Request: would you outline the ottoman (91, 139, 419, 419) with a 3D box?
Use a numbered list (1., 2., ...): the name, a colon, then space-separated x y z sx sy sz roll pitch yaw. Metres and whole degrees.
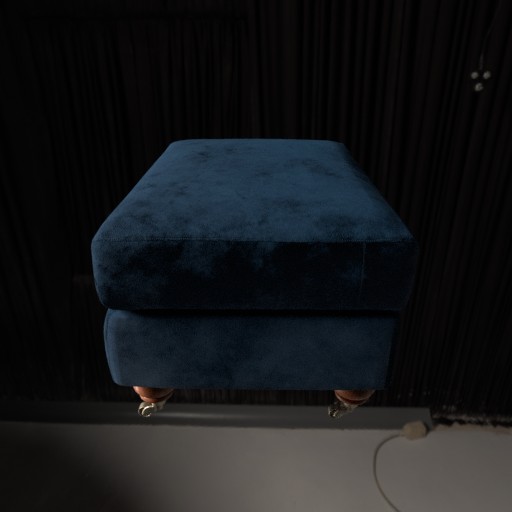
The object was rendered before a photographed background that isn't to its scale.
1. ottoman: 0.000 0.000 1.148 0.572 0.503 0.773 0 26 1
